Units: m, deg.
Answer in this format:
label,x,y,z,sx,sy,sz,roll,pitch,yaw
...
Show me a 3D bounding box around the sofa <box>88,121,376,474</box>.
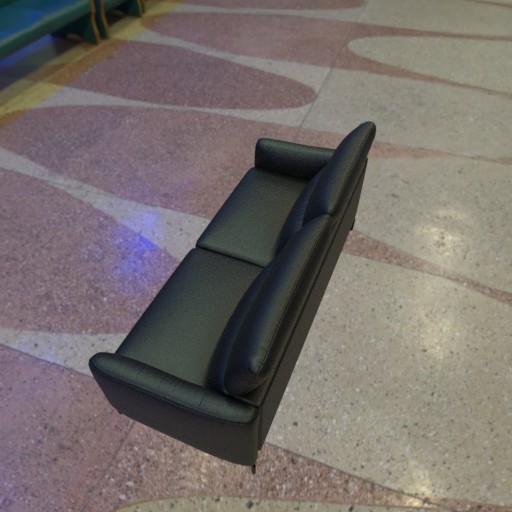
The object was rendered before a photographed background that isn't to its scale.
label,x,y,z,sx,sy,sz,roll,pitch,yaw
sofa,0.000,0.000,2.568,0.856,0.957,2.069,17,49,16
